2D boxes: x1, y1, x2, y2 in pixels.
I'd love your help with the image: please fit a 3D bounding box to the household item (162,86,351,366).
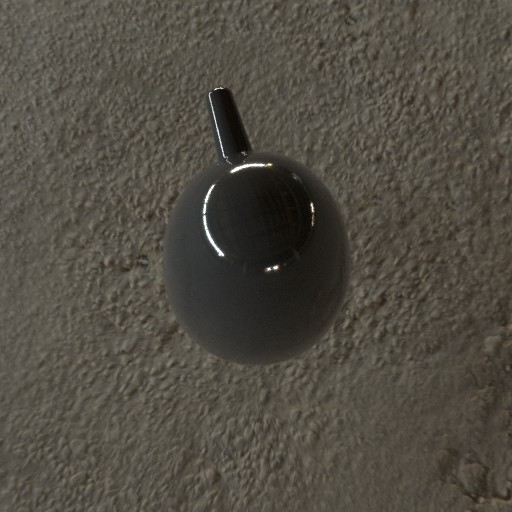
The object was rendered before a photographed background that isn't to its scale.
[{"bbox_3d":[0.000,0.000,0.219,0.102,0.152,0.104,-16,75,-4],"label":"household item"}]
